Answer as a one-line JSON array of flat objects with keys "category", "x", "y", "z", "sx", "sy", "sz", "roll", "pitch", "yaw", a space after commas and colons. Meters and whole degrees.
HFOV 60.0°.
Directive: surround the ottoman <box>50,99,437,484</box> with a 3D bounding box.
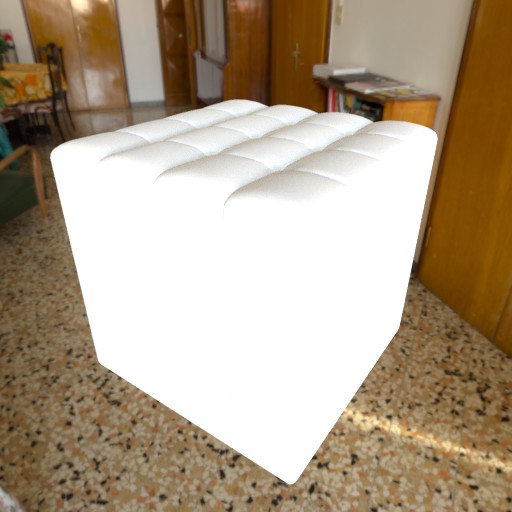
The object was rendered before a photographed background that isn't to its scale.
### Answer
[{"category": "ottoman", "x": 0.000, "y": 0.000, "z": 0.769, "sx": 0.425, "sy": 0.432, "sz": 0.425, "roll": 19, "pitch": 35, "yaw": 30}]
